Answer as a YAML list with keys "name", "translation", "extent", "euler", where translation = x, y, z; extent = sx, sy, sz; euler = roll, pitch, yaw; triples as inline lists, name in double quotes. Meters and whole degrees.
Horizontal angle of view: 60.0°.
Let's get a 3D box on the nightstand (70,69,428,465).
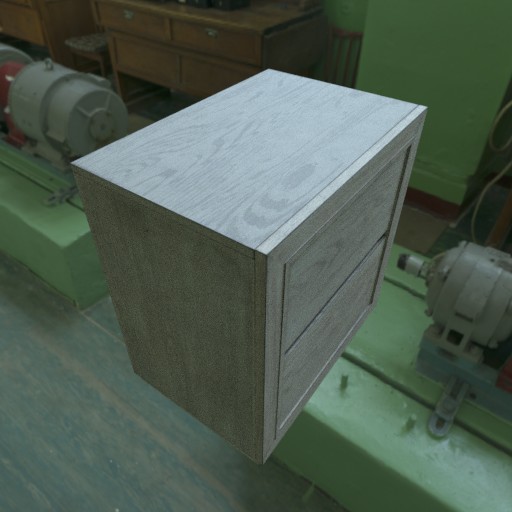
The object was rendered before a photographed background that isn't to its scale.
- name: "nightstand"
  translation: [0.000, 0.000, 1.101]
  extent: [0.483, 0.673, 0.612]
  euler: [26, 47, 26]
